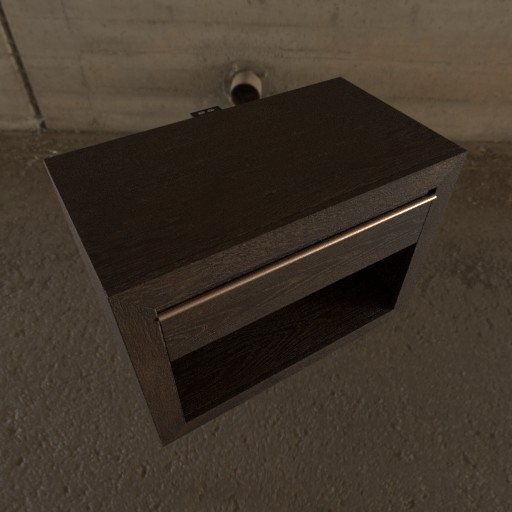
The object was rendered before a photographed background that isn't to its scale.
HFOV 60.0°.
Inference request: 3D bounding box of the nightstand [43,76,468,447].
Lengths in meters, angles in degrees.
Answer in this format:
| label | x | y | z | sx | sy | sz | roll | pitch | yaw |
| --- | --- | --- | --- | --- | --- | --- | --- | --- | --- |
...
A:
| label | x | y | z | sx | sy | sz | roll | pitch | yaw |
| --- | --- | --- | --- | --- | --- | --- | --- | --- | --- |
| nightstand | 0.000 | 0.000 | 1.142 | 0.775 | 0.612 | 0.457 | -23 | 50 | -21 |
